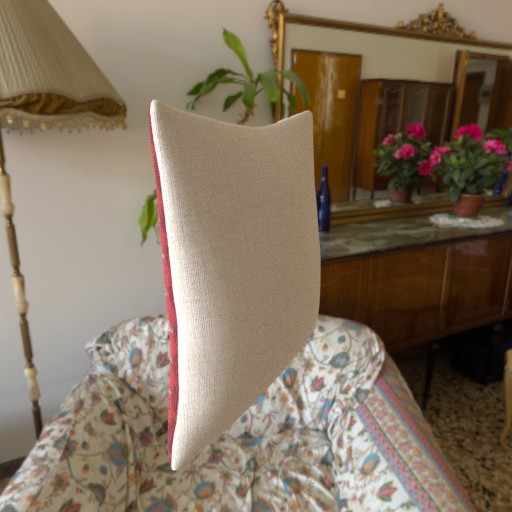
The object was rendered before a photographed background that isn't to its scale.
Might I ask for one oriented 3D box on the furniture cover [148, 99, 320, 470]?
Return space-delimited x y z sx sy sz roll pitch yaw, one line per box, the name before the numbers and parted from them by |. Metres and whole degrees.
furniture cover | 0.000 0.000 0.650 0.145 0.420 0.435 8 18 26
